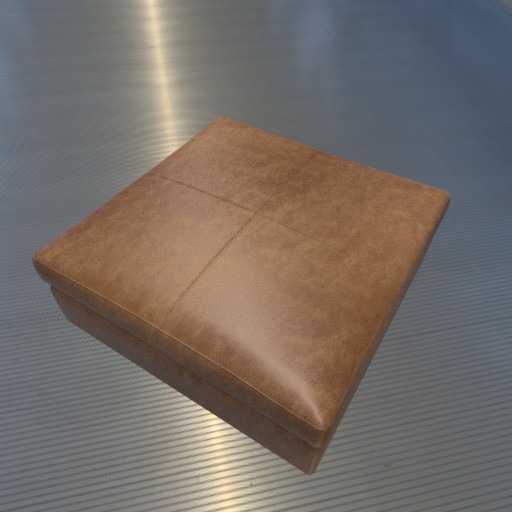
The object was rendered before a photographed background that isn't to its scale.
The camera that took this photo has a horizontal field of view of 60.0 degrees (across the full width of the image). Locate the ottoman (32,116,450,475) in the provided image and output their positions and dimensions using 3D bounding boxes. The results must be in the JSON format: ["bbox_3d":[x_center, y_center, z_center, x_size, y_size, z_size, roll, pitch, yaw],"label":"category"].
[{"bbox_3d":[0.000,0.000,1.807,1.169,0.483,1.168,25,52,22],"label":"ottoman"}]
